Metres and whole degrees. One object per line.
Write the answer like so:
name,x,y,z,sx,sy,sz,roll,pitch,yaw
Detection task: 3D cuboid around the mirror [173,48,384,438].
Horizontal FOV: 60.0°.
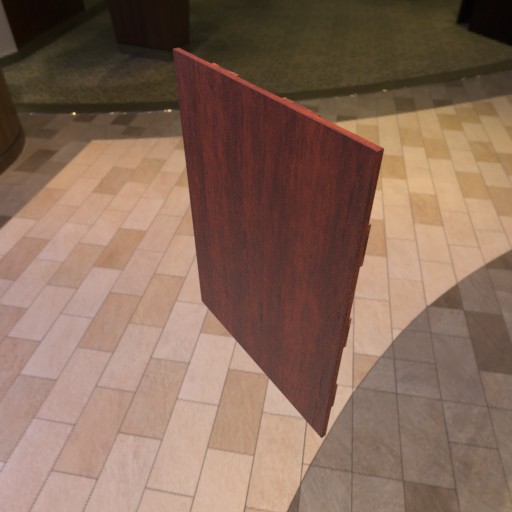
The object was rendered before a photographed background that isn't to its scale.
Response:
mirror,0.000,0.000,1.064,0.021,0.805,0.600,-25,46,-27
